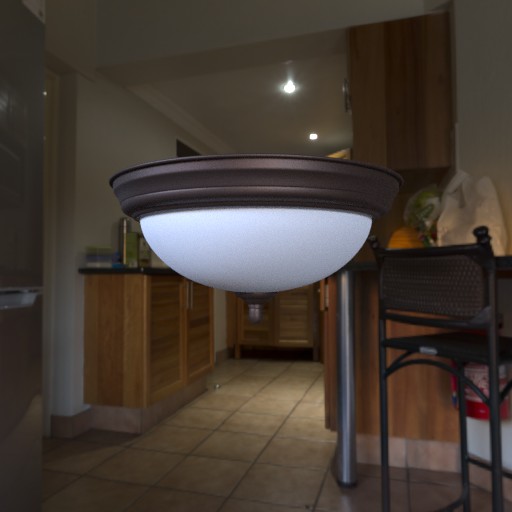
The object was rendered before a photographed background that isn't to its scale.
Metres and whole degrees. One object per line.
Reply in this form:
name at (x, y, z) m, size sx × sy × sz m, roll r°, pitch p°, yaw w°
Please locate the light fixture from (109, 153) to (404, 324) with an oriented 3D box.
light fixture at (0.000, 0.000, 0.442) m, size 0.280 × 0.135 × 0.280 m, roll 0°, pitch -1°, yaw 0°
